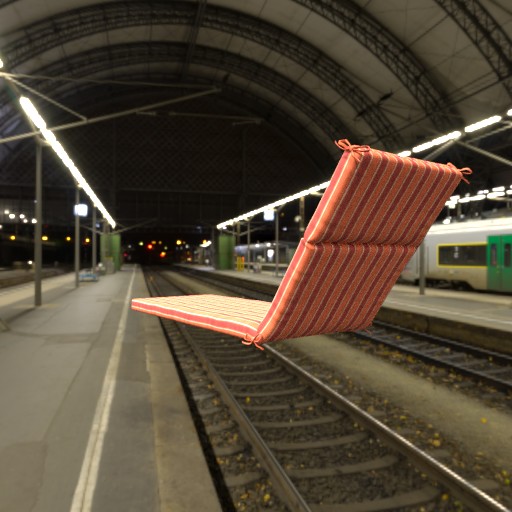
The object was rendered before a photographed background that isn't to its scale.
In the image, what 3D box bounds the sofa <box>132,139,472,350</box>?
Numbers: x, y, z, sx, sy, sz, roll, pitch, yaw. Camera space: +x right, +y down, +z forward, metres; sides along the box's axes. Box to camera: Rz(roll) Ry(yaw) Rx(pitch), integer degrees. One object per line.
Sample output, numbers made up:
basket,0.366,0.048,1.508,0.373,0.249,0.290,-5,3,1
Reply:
sofa,0.000,0.000,1.951,0.582,0.622,1.663,0,0,-36
